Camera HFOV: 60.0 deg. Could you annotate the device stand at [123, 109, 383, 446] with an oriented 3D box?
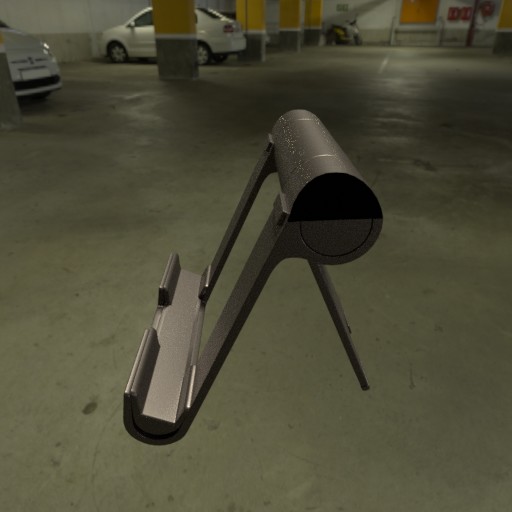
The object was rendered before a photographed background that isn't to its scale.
[{"bbox_3d":[0.000,0.000,0.154,0.079,0.084,0.088,0,28,-1],"label":"device stand"}]
